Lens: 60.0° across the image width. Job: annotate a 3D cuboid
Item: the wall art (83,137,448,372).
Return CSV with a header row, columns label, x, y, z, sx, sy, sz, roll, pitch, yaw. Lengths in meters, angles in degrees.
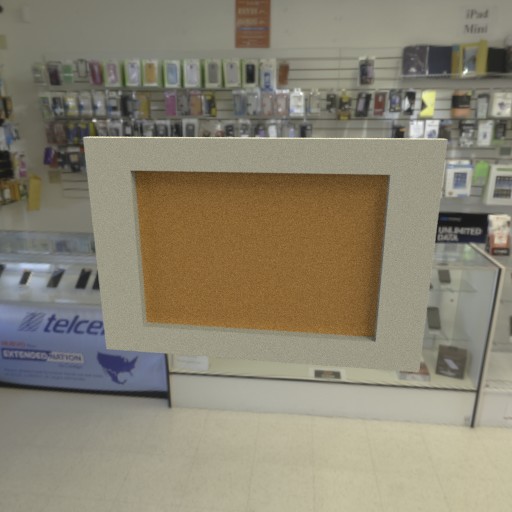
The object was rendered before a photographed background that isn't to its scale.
label,x,y,z,sx,sy,sz,roll,pitch,yaw
wall art,0.000,0.000,1.198,0.906,0.617,0.033,2,17,8
